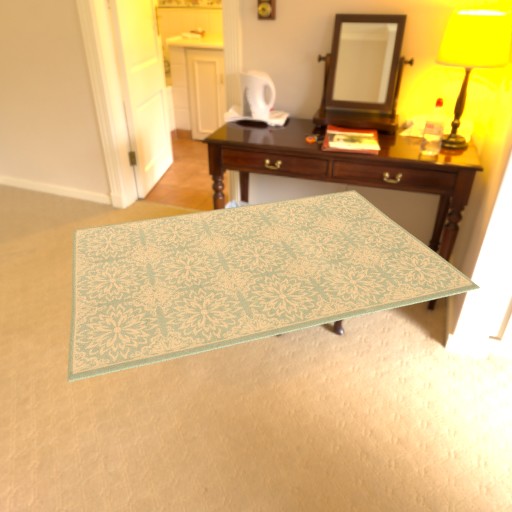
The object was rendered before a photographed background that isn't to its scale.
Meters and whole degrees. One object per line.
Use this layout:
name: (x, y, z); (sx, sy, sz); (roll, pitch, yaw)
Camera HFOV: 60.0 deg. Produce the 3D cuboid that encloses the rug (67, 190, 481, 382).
rug: (0.000, 0.000, 3.492); (2.746, 0.018, 1.819); (-10, 33, -15)
